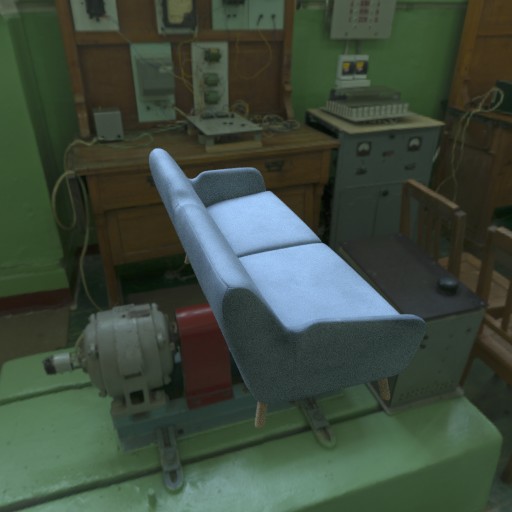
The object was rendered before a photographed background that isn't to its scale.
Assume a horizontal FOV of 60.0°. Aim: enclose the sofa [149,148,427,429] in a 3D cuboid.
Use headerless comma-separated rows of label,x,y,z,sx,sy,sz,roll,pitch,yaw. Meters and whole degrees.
sofa,0.000,0.000,2.394,0.850,0.810,1.870,-10,31,-17
